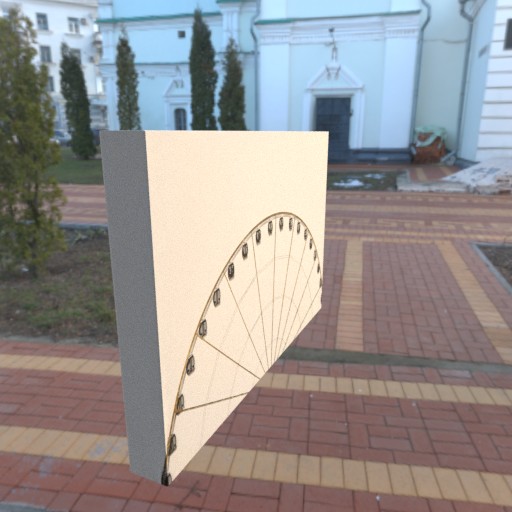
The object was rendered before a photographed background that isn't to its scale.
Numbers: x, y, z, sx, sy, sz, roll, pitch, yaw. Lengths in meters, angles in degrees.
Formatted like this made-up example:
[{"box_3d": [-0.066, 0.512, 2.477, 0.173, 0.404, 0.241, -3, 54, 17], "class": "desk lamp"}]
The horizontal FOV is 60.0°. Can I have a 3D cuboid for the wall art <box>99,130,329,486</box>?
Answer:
[{"box_3d": [0.000, 0.000, 0.469, 0.039, 0.254, 0.384, 7, 17, 25], "class": "wall art"}]
